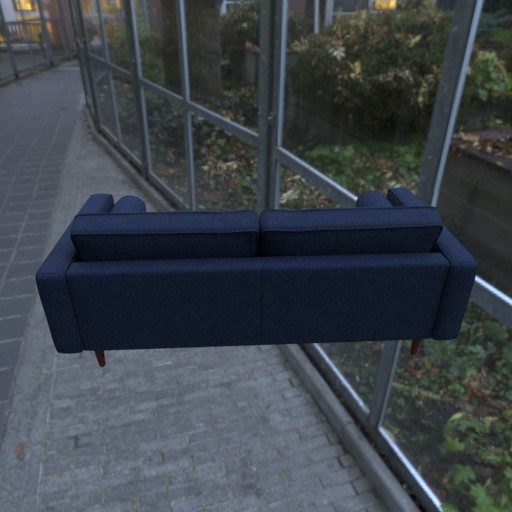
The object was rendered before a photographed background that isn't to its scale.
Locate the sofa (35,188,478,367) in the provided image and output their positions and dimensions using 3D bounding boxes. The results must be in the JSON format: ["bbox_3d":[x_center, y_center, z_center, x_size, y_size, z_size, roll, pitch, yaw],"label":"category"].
[{"bbox_3d":[0.000,0.000,2.333,1.880,0.762,0.914,-2,30,-3],"label":"sofa"}]
